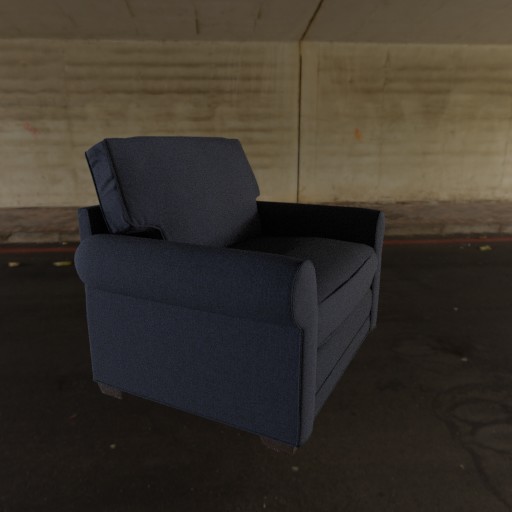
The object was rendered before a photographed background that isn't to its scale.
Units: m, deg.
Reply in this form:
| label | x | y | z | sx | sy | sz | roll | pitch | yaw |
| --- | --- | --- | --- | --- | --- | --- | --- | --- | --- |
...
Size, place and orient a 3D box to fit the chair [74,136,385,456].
| label | x | y | z | sx | sy | sz | roll | pitch | yaw |
| --- | --- | --- | --- | --- | --- | --- | --- | --- | --- |
| chair | 0.000 | 0.000 | 1.998 | 0.963 | 1.044 | 1.285 | 7 | 16 | 26 |
